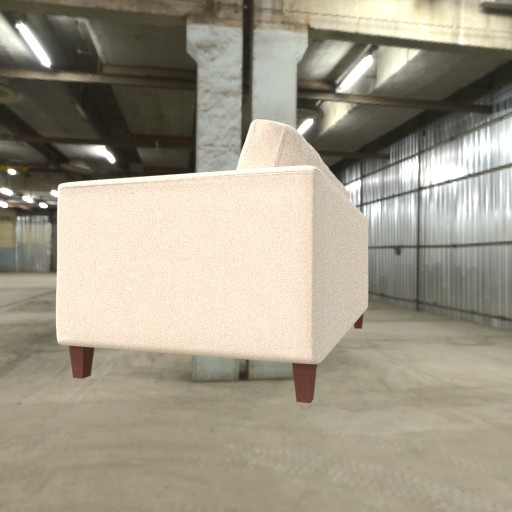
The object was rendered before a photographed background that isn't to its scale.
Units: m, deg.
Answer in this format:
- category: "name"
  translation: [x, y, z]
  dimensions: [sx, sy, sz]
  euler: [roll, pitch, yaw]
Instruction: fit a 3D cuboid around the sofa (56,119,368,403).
- category: "sofa"
  translation: [0.000, 0.000, 2.195]
  dimensions: [0.964, 0.888, 1.702]
  euler: [0, -1, 19]
